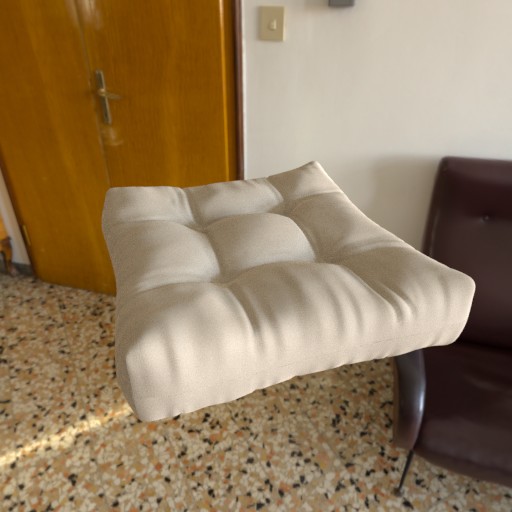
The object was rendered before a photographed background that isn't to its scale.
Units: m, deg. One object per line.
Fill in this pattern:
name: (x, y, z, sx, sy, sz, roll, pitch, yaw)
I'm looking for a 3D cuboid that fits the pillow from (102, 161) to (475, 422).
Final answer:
pillow: (0.000, 0.000, 0.725, 0.468, 0.128, 0.490, -10, 33, -16)
